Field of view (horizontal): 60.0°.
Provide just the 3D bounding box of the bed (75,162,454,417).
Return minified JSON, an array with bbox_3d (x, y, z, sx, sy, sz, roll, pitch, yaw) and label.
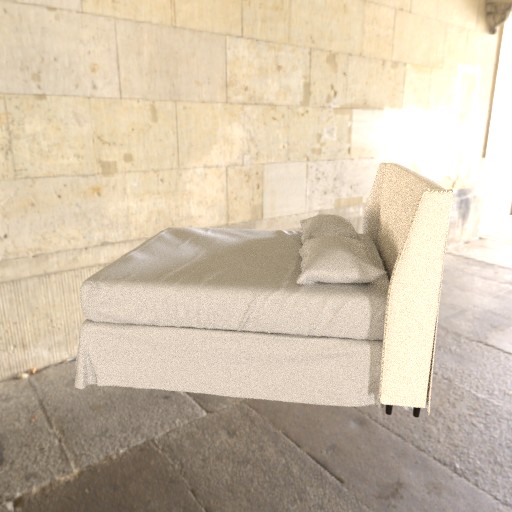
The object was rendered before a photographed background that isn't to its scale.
[{"bbox_3d":[0.000,0.000,3.401,2.276,1.332,1.925,2,16,8],"label":"bed"}]
